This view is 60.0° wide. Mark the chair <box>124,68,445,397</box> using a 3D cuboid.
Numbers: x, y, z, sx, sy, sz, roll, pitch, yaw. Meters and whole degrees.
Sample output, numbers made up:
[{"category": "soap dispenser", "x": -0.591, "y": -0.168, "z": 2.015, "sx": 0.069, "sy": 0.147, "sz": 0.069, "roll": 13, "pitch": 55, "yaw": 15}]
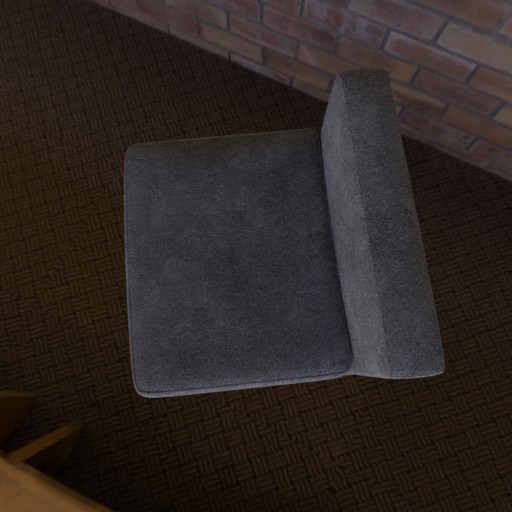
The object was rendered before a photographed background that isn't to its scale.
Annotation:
[{"category": "chair", "x": 0.000, "y": 0.000, "z": 1.204, "sx": 0.680, "sy": 0.660, "sz": 0.680, "roll": -6, "pitch": 77, "yaw": -1}]
